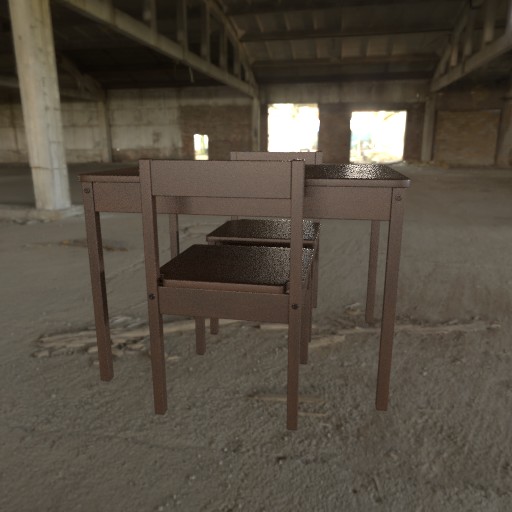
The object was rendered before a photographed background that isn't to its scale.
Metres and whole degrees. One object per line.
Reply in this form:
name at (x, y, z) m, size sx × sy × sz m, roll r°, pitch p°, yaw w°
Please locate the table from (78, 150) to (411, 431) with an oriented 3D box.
table at (0.000, 0.000, 1.118) m, size 0.650 × 0.503 × 0.672 m, roll 3°, pitch 15°, yaw 10°
